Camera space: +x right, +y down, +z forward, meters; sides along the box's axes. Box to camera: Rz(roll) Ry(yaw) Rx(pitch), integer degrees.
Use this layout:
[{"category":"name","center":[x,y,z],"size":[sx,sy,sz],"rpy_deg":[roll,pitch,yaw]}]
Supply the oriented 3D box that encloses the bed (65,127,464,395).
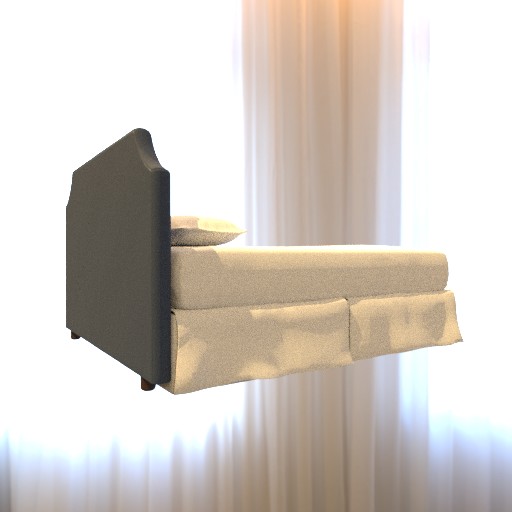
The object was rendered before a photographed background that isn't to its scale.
[{"category":"bed","center":[0.000,0.000,3.963],"size":[2.773,1.488,2.350],"rpy_deg":[0,0,-34]}]
